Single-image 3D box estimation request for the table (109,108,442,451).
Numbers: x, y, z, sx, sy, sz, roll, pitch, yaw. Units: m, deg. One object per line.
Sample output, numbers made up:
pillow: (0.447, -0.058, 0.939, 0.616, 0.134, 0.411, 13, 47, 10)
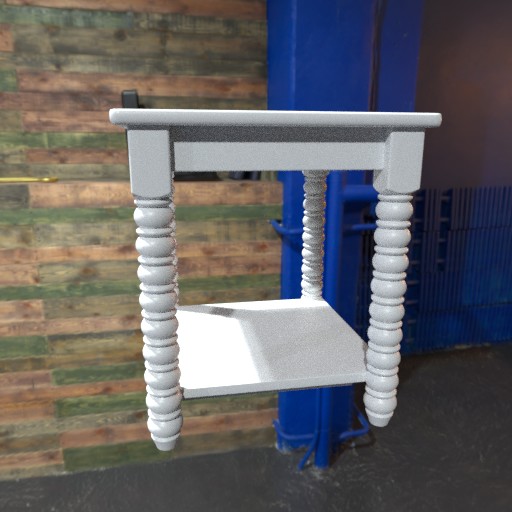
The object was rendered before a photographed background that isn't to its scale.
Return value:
table: (0.000, 0.000, 0.965, 0.500, 0.563, 0.533, -2, 14, -10)
